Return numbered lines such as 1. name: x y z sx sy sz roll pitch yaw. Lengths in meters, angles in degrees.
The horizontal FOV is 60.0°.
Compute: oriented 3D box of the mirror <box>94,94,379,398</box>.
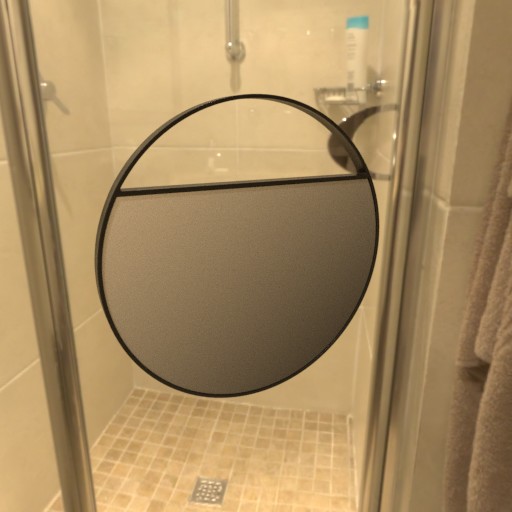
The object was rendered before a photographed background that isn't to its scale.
1. mirror: 0.000 0.000 0.823 0.565 0.565 0.032 -8 19 -26
